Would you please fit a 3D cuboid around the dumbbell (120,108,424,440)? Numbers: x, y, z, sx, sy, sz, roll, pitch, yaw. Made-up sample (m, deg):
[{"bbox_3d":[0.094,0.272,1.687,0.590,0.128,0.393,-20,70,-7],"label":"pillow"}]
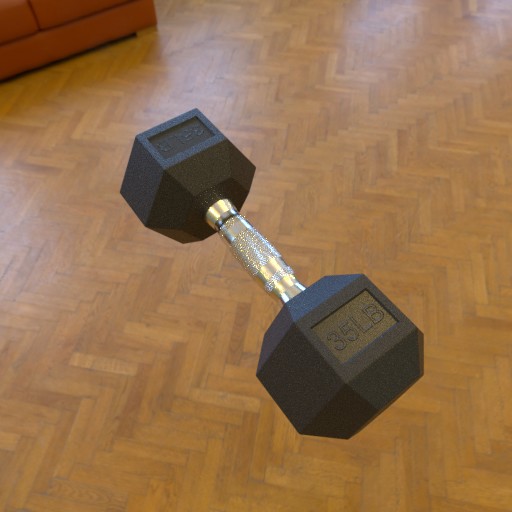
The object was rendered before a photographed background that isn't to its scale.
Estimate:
[{"bbox_3d":[0.000,0.000,0.434,0.141,0.123,0.356,-32,62,-19],"label":"dumbbell"}]
